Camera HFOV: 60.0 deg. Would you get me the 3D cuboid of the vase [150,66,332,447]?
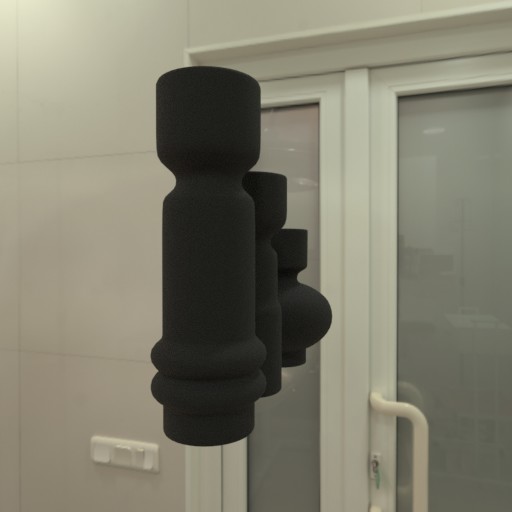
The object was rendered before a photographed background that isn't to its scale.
[{"bbox_3d":[0.000,0.000,0.429,0.120,0.249,0.307,0,1,18],"label":"vase"}]
